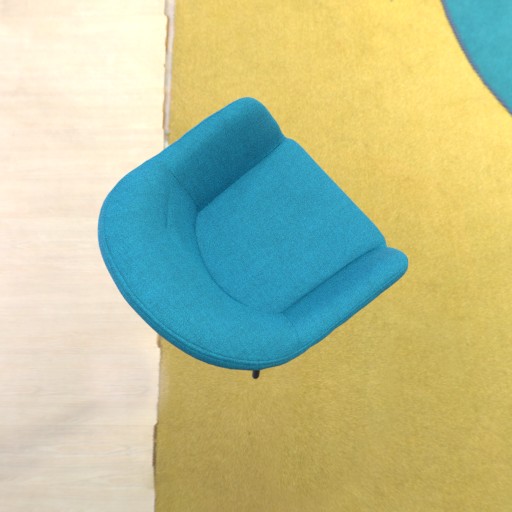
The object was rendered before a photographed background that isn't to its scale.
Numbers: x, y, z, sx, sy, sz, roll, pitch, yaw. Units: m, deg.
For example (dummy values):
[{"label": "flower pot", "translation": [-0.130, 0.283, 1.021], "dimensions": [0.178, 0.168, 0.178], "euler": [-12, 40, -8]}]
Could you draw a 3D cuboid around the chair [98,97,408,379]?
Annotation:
[{"label": "chair", "translation": [0.000, 0.000, 1.146], "dimensions": [0.565, 0.775, 0.545], "euler": [-38, 78, -10]}]
